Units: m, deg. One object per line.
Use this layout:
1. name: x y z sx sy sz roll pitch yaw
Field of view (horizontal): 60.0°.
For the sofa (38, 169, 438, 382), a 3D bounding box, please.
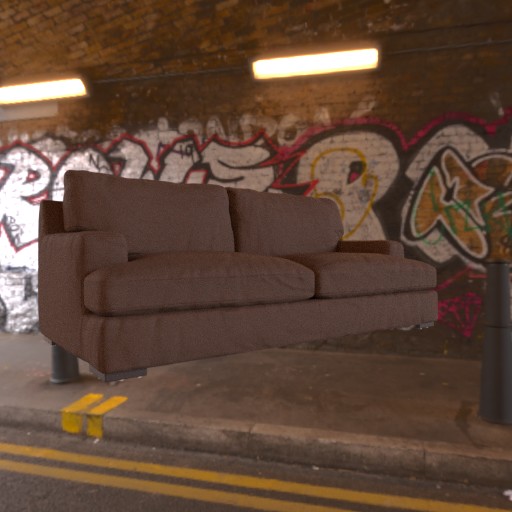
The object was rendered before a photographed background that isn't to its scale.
1. sofa: 0.000 0.000 2.729 2.274 0.950 1.140 0 0 -37
